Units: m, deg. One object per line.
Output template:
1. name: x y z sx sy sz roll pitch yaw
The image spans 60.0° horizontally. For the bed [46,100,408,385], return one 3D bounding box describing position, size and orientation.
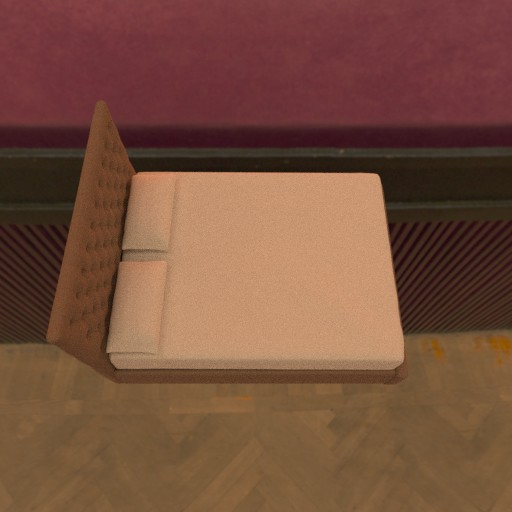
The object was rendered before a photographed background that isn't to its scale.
1. bed: 0.000 0.000 3.309 2.233 1.426 1.696 0 65 0
